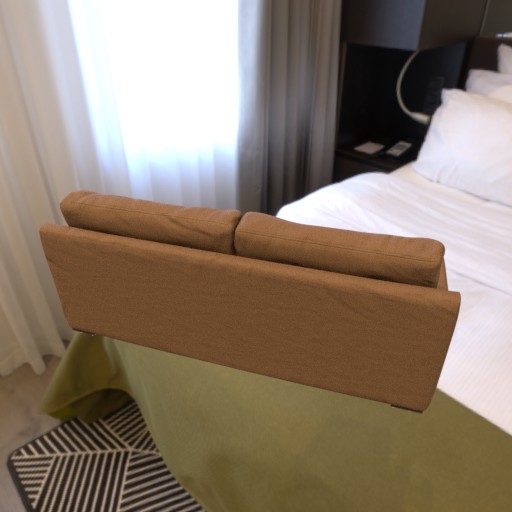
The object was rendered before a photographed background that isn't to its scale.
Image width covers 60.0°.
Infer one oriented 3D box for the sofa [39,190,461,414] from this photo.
[{"bbox_3d":[0.000,0.000,2.824,2.274,0.950,1.140,10,33,15],"label":"sofa"}]
